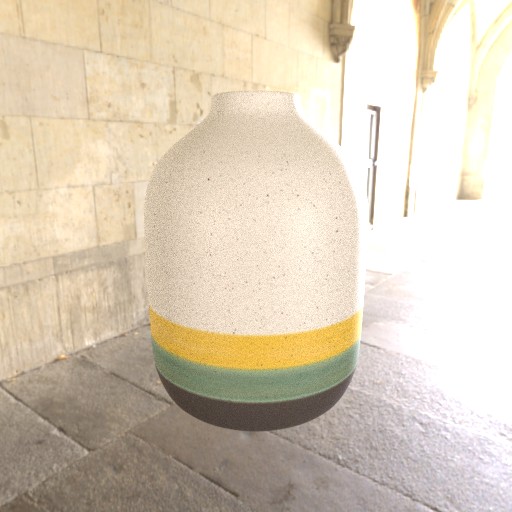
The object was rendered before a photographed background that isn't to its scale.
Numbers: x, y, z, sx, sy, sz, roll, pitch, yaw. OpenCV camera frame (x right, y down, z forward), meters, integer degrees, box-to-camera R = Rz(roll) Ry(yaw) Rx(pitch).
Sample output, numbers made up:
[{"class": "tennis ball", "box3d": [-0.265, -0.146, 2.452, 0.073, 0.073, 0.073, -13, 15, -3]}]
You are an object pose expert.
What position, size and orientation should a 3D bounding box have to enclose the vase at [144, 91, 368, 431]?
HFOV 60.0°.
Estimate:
[{"class": "vase", "box3d": [0.000, 0.000, 0.351, 0.169, 0.240, 0.169, 0, 14, 0]}]
